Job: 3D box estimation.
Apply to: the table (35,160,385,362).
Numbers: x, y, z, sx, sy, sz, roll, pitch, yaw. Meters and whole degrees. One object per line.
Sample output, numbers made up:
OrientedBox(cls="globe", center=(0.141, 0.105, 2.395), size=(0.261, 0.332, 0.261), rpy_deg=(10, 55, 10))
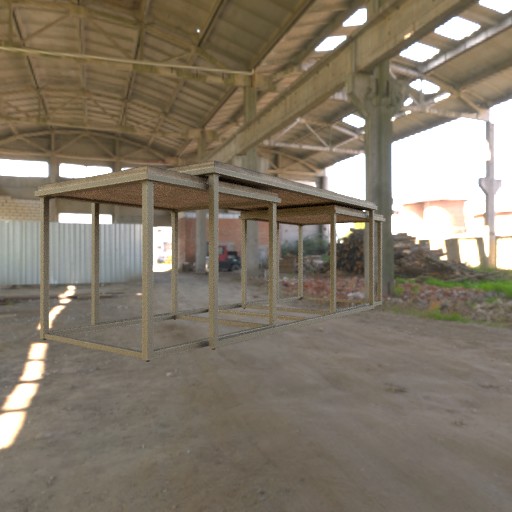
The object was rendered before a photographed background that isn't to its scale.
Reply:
OrientedBox(cls="table", center=(0.000, 0.000, 1.525), size=(0.489, 0.427, 1.312), rpy_deg=(0, 0, 36))
